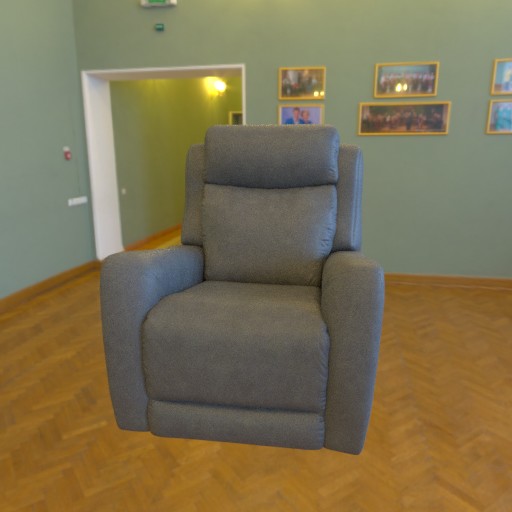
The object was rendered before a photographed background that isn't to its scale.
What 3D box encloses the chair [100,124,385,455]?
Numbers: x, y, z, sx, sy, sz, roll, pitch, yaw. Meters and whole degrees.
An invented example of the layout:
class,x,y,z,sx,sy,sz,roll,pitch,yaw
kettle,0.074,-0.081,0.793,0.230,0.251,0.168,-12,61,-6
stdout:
class,x,y,z,sx,sy,sz,roll,pitch,yaw
chair,0.000,0.000,1.884,0.967,1.116,1.068,2,14,10
